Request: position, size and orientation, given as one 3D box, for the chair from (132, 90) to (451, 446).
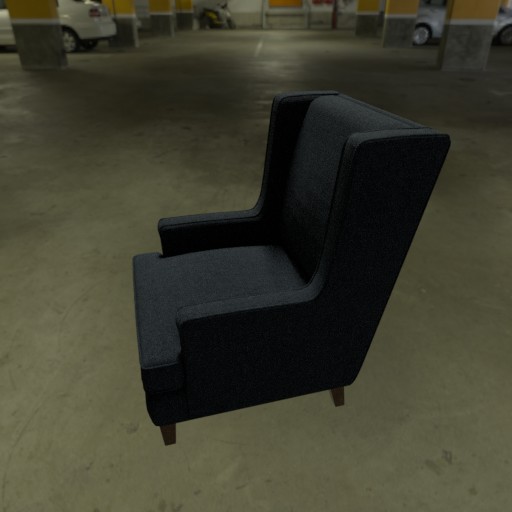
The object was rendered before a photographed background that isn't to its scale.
[{"bbox_3d":[0.000,0.000,1.711,0.947,1.072,0.764,-8,30,-13],"label":"chair"}]
